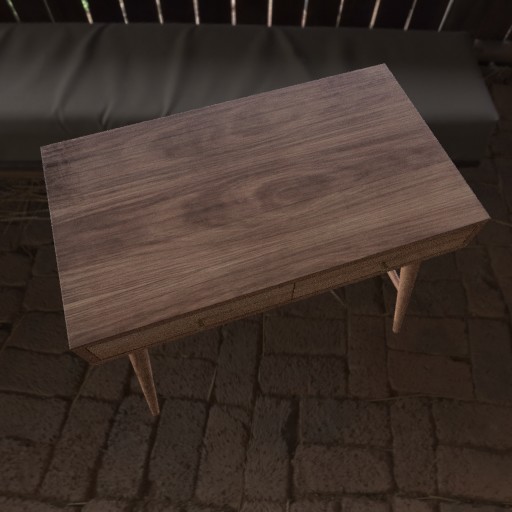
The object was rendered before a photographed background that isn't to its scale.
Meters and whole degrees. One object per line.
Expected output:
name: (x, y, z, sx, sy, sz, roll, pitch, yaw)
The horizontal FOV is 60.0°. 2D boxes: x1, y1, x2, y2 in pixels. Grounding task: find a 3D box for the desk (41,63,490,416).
desk: (0.000, 0.000, 1.391, 0.949, 0.758, 0.588, -17, 64, -8)
